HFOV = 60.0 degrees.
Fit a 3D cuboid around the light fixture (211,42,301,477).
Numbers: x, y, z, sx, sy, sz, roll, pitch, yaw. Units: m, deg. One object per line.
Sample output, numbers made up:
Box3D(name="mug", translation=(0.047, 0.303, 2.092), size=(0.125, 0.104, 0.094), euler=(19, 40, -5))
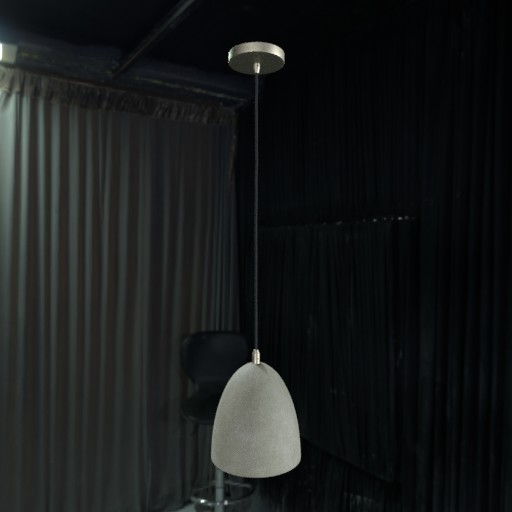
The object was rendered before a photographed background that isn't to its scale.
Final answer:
Box3D(name="light fixture", translation=(0.000, 0.000, 0.841), size=(0.170, 0.759, 0.170), euler=(-1, 1, -38))
